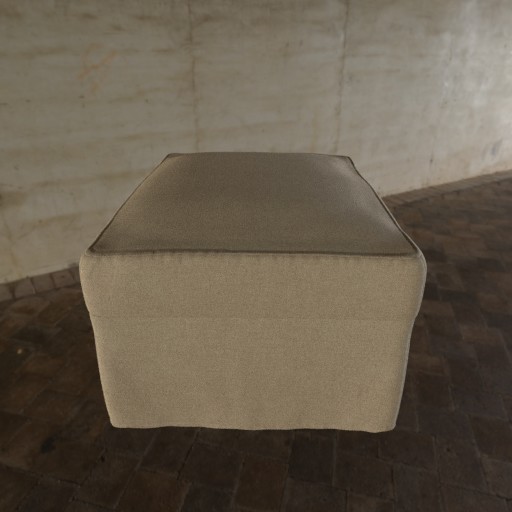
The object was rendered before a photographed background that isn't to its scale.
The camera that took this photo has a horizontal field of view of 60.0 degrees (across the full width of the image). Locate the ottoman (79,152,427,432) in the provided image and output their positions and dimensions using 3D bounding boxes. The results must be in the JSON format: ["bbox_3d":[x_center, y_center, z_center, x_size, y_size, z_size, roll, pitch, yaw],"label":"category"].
[{"bbox_3d":[0.000,0.000,1.242,0.650,0.485,0.833,1,26,1],"label":"ottoman"}]
